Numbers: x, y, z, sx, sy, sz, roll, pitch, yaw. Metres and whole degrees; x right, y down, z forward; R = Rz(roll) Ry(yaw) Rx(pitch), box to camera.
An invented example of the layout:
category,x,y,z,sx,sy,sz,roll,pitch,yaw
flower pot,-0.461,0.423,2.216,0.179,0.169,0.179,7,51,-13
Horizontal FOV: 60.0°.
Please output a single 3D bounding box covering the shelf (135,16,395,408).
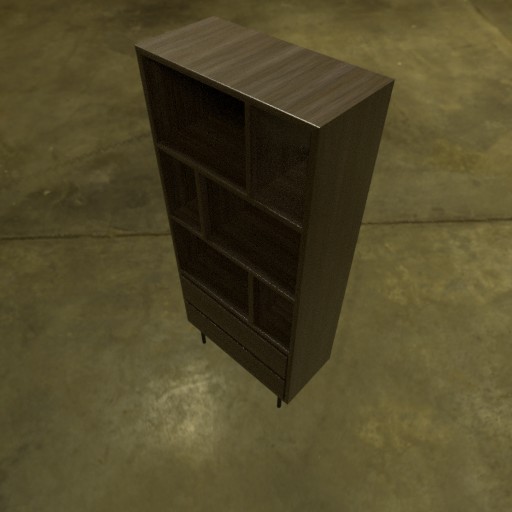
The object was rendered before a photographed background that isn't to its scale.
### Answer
category,x,y,z,sx,sy,sz,roll,pitch,yaw
shelf,0.000,0.000,1.767,0.670,1.545,0.323,34,55,28
